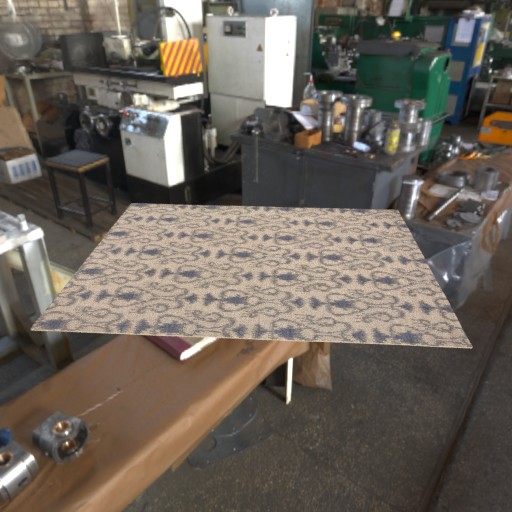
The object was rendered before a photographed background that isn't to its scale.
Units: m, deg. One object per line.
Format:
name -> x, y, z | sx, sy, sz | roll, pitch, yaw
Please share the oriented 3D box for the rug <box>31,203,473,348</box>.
rug -> 0.000, 0.000, 4.245 | 3.205, 0.015, 2.437 | 2, 29, 3
